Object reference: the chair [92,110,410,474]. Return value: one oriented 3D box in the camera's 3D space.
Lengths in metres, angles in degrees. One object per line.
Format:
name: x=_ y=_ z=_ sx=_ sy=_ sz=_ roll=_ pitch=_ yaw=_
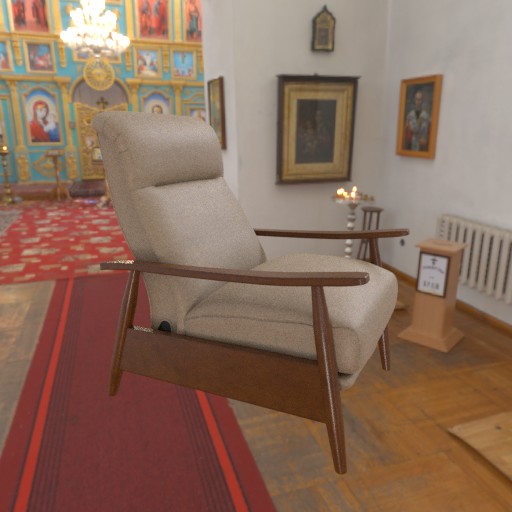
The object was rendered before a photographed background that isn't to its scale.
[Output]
chair: x=0.000 y=0.000 z=1.729 sx=1.030 sy=1.082 sz=0.762 roll=7 pitch=16 yaw=26
